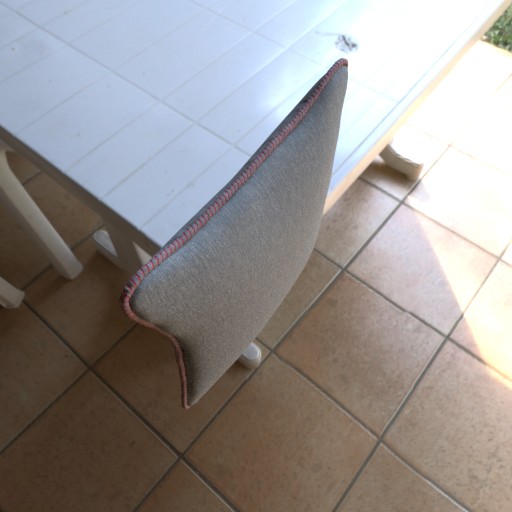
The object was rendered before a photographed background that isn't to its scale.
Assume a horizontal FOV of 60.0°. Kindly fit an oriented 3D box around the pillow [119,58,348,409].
[{"bbox_3d":[0.000,0.000,0.740,0.124,0.491,0.482,30,63,17],"label":"pillow"}]
